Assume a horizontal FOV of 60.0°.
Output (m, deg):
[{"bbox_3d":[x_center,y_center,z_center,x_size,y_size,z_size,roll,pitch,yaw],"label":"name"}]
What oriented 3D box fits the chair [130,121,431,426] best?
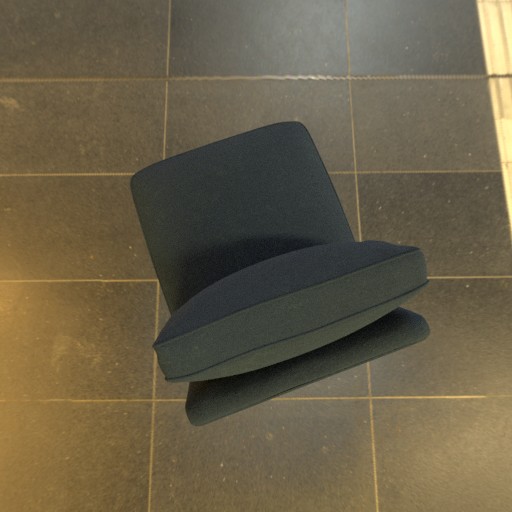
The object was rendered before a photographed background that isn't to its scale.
[{"bbox_3d":[0.000,0.000,1.621,0.724,1.052,0.912,-20,78,-4],"label":"chair"}]
